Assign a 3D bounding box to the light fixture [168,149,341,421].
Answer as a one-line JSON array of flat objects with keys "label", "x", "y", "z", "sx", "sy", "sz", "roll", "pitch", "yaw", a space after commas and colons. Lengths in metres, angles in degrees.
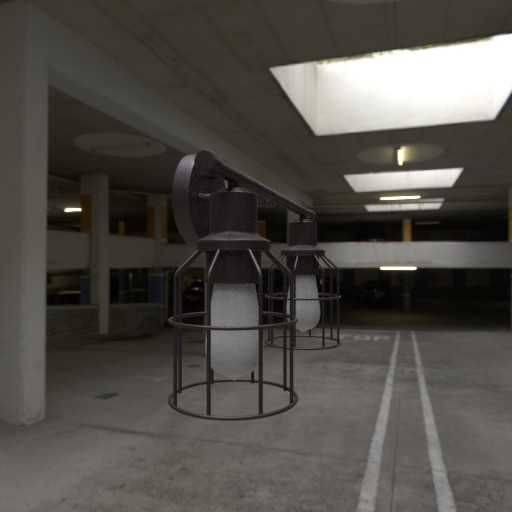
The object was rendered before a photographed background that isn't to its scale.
[{"label": "light fixture", "x": 0.000, "y": 0.000, "z": 0.533, "sx": 0.165, "sy": 0.254, "sz": 0.406, "roll": 0, "pitch": -1, "yaw": 18}]
